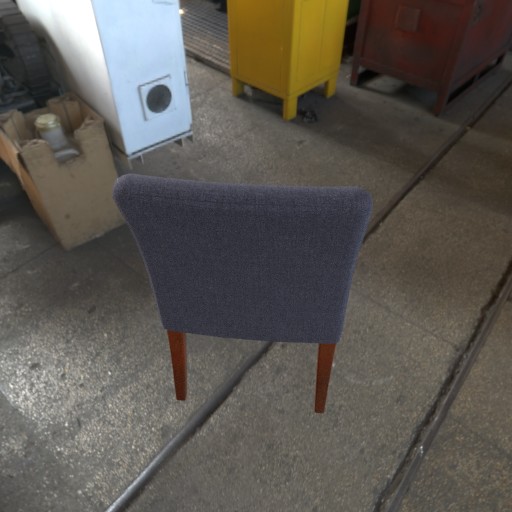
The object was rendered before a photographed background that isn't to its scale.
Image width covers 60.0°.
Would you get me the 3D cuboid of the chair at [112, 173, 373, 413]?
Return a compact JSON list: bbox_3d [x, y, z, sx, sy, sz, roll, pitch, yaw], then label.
[{"bbox_3d":[0.000,0.000,1.291,0.508,0.952,0.655,4,46,4],"label":"chair"}]
